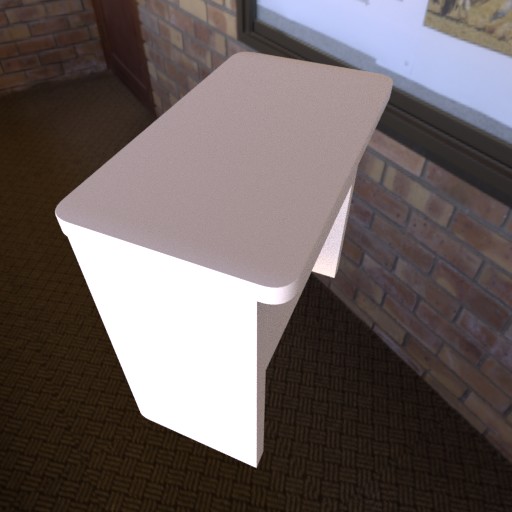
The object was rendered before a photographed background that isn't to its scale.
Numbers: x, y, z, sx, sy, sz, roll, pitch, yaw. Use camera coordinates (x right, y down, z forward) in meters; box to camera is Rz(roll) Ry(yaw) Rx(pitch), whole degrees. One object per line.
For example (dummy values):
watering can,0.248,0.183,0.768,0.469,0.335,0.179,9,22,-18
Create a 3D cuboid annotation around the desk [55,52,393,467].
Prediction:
desk,0.000,0.000,1.220,0.446,0.760,0.790,17,48,16
